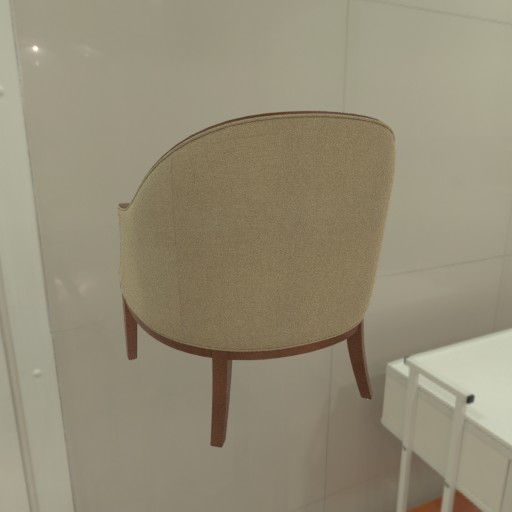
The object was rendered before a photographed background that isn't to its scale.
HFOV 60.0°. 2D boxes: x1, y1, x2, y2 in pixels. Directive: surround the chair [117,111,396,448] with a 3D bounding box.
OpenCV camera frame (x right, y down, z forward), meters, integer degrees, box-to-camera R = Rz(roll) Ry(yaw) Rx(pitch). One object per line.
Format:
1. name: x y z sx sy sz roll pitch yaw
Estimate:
1. chair: 0.000 0.000 1.465 0.803 0.876 0.735 -7 16 -25
